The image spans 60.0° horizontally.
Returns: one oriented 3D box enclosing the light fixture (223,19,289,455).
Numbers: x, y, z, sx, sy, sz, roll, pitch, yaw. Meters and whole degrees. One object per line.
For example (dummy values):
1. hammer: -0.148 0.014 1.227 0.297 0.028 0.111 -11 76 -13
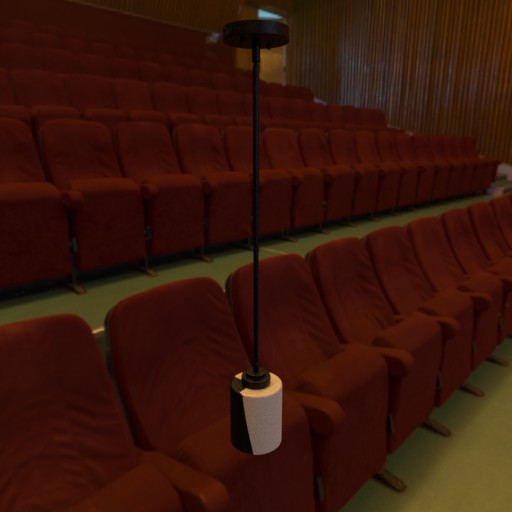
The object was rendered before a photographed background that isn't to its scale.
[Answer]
1. light fixture: 0.000 0.000 0.920 0.123 0.863 0.123 13 18 42
